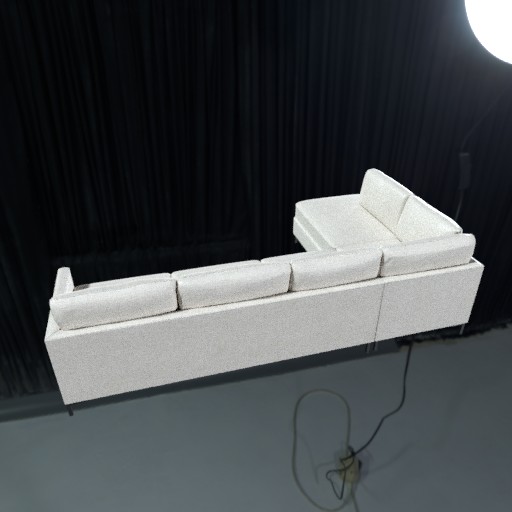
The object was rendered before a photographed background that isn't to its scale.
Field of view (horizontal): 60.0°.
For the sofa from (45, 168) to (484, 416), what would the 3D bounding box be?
[{"bbox_3d":[0.000,0.000,4.186,3.384,0.996,2.048,-8,32,-13],"label":"sofa"}]
